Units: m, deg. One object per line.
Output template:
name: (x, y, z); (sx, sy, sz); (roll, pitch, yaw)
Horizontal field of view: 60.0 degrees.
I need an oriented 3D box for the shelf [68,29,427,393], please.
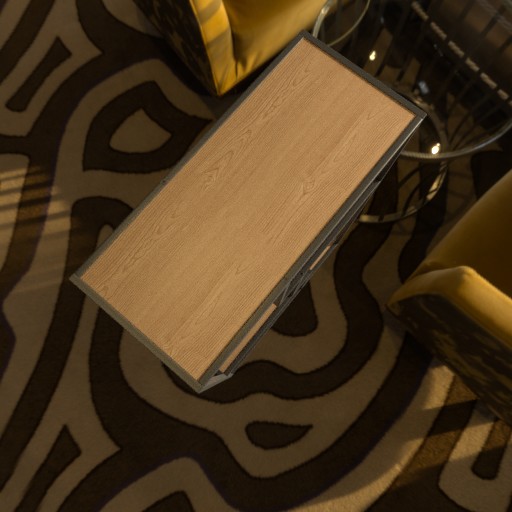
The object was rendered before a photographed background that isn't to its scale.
shelf: (0.000, 0.000, 1.493); (0.350, 1.138, 0.770); (39, 79, 9)
